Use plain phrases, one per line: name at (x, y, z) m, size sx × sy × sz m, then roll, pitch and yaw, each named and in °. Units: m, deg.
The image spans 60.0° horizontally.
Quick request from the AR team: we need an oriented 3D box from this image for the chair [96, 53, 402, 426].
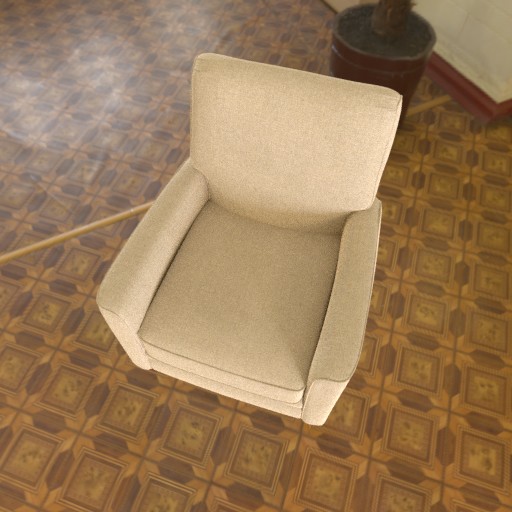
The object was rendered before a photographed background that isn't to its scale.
chair at (0.000, 0.000, 1.598) m, size 0.845 × 1.023 × 0.859 m, roll 15°, pitch 58°, yaw 10°
